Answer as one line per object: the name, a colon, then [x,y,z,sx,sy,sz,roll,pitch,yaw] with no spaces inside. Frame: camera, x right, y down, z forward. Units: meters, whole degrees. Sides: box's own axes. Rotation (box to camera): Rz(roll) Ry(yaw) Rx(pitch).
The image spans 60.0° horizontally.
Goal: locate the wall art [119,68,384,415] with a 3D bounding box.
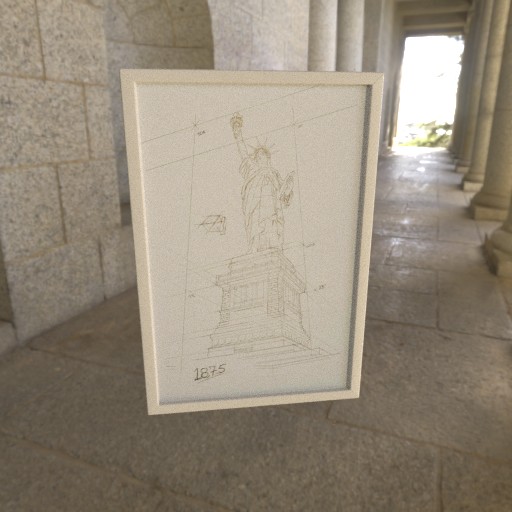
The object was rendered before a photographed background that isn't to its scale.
wall art: [0.000,0.000,1.050,0.556,0.813,0.026,-2,17,-7]
